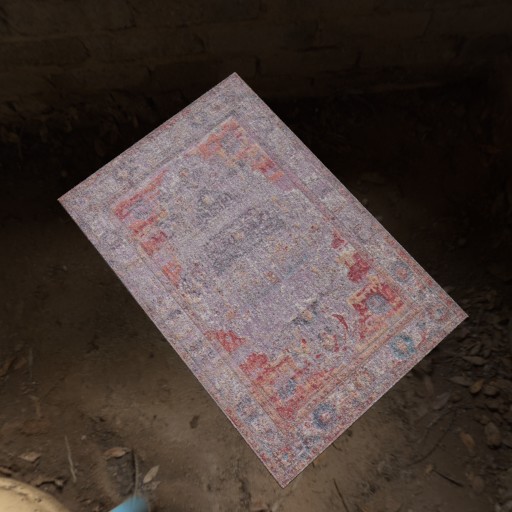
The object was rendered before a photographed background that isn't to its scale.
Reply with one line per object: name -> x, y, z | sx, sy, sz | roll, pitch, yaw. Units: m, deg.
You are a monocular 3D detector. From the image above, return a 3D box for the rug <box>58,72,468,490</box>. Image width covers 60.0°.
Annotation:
rug -> 0.000, 0.000, 2.277 | 1.219, 0.005, 1.829 | -39, 79, -9
